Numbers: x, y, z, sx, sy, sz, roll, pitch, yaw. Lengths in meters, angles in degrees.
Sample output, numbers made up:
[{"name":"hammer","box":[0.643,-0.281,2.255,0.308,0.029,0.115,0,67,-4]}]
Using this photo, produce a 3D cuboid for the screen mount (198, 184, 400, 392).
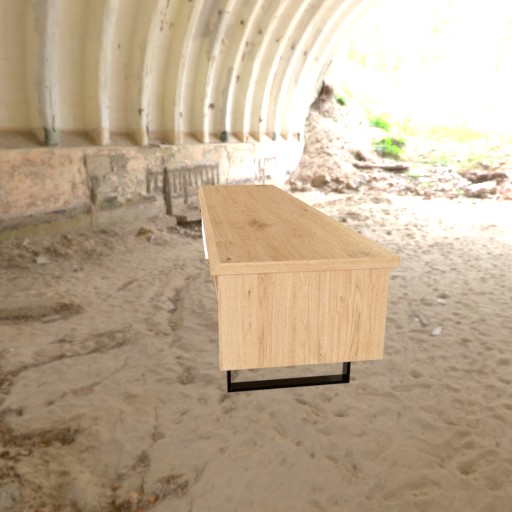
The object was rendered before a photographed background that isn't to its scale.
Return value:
[{"name":"screen mount","box":[0.000,0.000,1.891,0.450,0.430,1.700,-2,15,-8]}]
